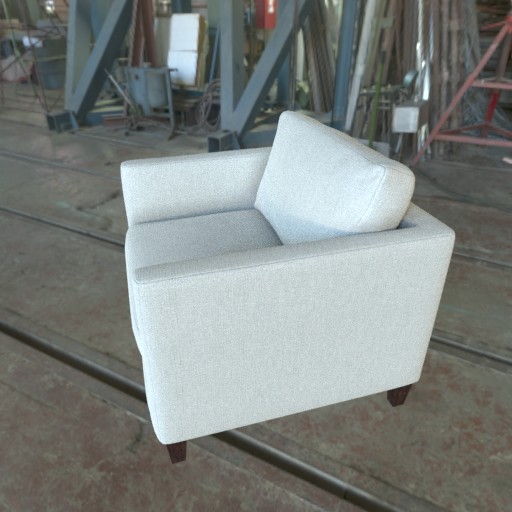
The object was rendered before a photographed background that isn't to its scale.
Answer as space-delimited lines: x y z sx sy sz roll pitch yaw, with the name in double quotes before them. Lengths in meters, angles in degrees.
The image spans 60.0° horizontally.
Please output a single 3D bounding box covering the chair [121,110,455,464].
"chair" 0.000 0.000 1.691 0.959 0.919 0.996 -9 31 -14
